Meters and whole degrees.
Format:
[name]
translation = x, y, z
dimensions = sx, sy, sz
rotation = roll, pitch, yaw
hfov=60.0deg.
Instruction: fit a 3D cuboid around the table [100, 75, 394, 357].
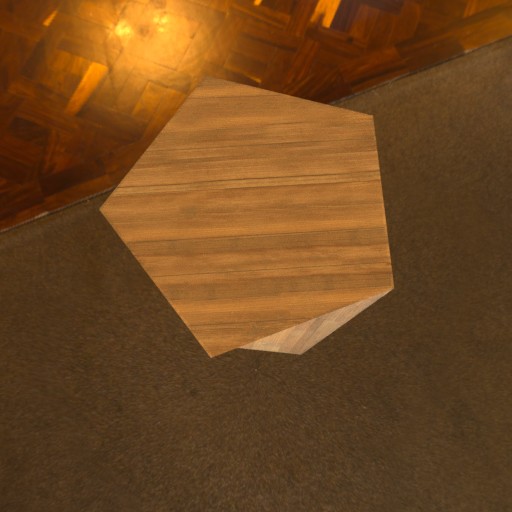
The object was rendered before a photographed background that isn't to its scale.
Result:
[table]
translation = 0.000, 0.000, 0.915
dimensions = 0.425, 0.604, 0.441
rotation = 17, 76, 4
